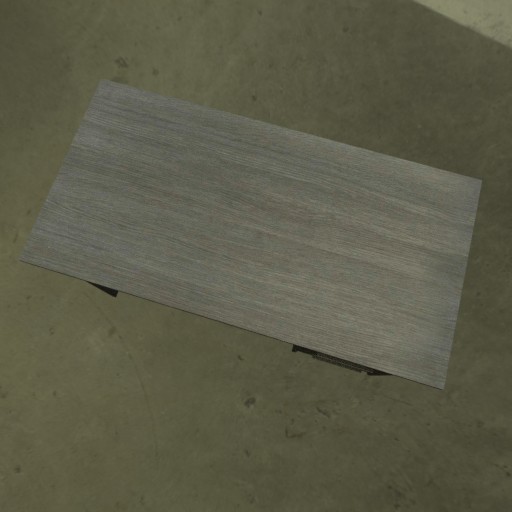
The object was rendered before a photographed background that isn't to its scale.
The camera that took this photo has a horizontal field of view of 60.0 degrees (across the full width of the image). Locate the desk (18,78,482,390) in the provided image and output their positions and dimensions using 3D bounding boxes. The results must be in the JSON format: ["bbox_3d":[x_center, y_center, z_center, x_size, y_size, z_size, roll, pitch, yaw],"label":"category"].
[{"bbox_3d":[0.000,0.000,1.507,1.096,0.730,0.560,16,75,4],"label":"desk"}]
